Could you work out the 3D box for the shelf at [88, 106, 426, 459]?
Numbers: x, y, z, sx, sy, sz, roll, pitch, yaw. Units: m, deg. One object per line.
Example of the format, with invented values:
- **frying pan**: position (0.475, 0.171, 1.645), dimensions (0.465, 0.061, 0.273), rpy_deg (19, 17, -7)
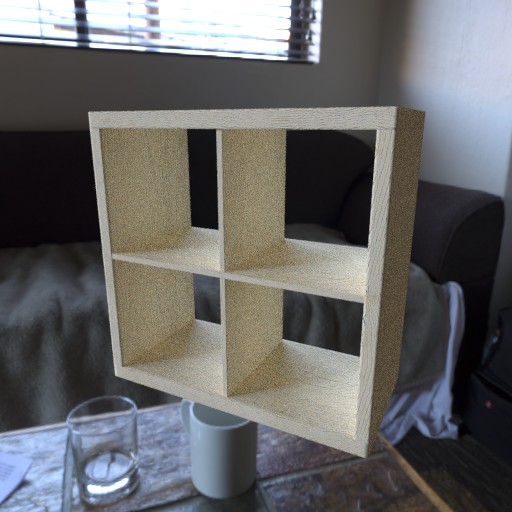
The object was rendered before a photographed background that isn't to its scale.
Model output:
- **shelf**: position (0.000, 0.000, 1.269), dimensions (0.790, 0.786, 0.390), rpy_deg (8, 18, 26)
